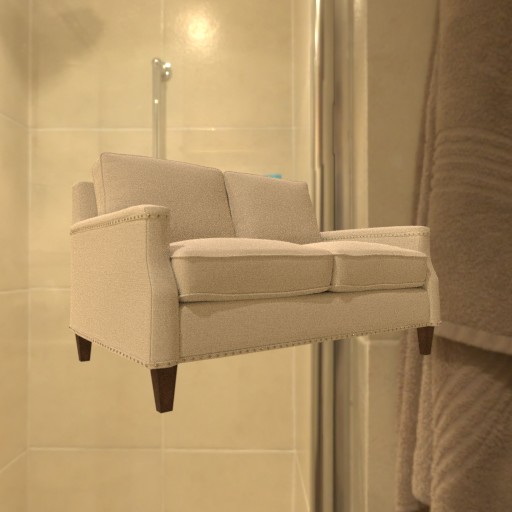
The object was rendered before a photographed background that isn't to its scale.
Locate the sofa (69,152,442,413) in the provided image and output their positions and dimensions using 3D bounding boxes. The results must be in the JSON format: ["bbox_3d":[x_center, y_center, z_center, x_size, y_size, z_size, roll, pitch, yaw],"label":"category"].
[{"bbox_3d":[0.000,0.000,2.219,1.597,1.003,1.084,1,-1,-37],"label":"sofa"}]
